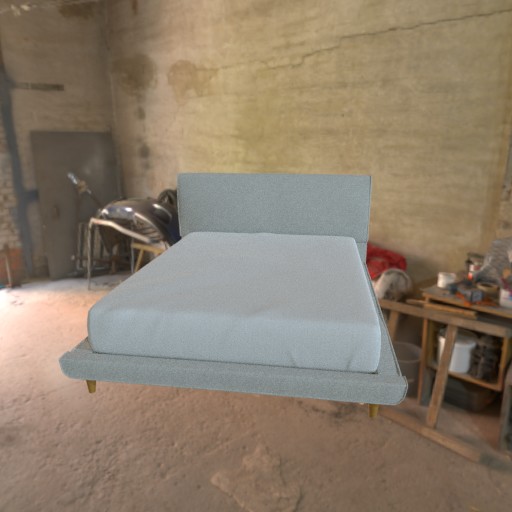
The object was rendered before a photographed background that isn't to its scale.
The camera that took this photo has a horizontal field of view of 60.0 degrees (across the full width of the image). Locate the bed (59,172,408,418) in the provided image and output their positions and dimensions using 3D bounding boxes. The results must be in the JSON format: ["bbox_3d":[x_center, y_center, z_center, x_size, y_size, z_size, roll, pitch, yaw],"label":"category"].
[{"bbox_3d":[0.000,0.000,3.557,1.980,1.126,2.498,2,15,8],"label":"bed"}]
